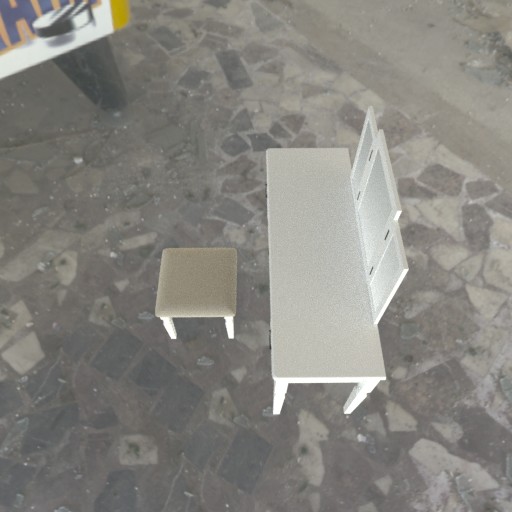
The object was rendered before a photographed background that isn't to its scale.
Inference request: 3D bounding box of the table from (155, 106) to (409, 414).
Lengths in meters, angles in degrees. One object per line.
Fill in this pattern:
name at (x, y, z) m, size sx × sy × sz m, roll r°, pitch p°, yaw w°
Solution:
table at (0.000, 0.000, 2.322) m, size 1.115 × 1.310 × 1.369 m, roll 0°, pitch 58°, yaw 0°
